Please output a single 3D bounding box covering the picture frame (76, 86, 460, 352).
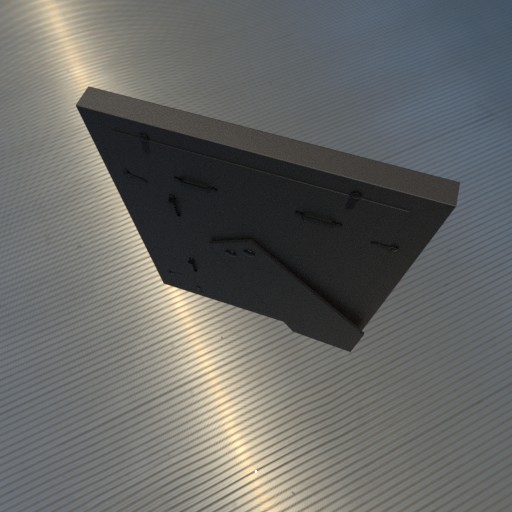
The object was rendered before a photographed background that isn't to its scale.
[{"bbox_3d":[0.000,0.000,0.514,0.307,0.383,0.036,17,65,8],"label":"picture frame"}]
